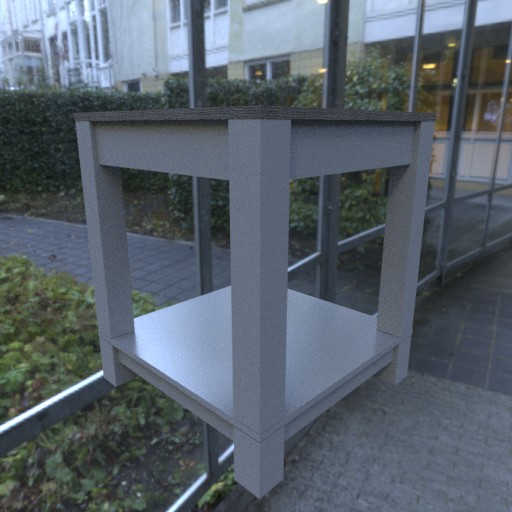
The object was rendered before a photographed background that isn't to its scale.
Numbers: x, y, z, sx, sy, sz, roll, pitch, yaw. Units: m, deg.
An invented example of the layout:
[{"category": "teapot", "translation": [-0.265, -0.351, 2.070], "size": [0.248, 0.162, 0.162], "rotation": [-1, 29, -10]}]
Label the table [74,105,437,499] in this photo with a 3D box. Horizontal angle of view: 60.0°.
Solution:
[{"category": "table", "translation": [0.000, 0.000, 0.956], "size": [0.506, 0.587, 0.504], "rotation": [15, 22, 42]}]
